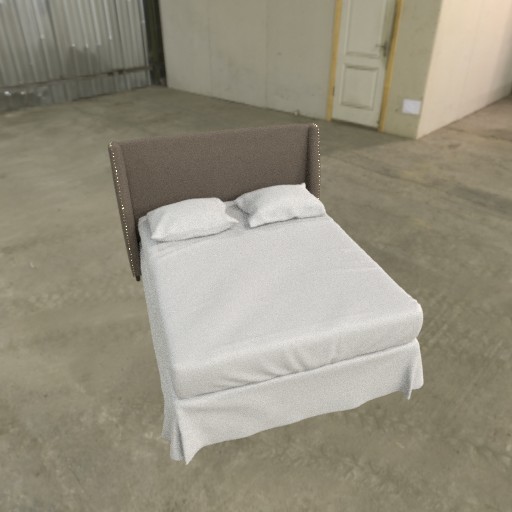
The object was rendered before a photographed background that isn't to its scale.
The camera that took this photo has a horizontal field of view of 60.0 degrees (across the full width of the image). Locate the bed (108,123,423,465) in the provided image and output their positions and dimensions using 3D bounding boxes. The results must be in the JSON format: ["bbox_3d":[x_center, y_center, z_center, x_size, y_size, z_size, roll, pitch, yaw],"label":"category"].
[{"bbox_3d":[0.000,0.000,3.436,1.925,1.332,2.276,-10,34,-15],"label":"bed"}]
